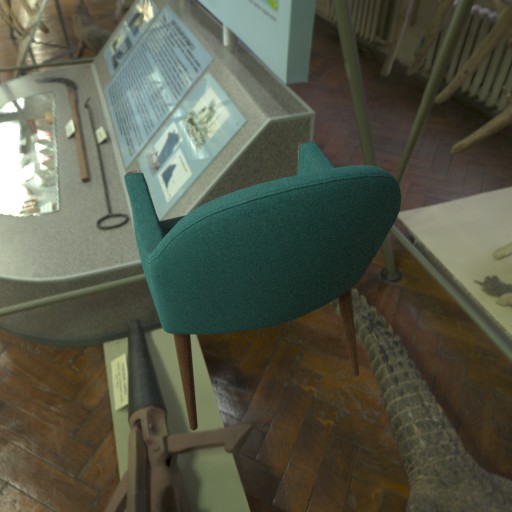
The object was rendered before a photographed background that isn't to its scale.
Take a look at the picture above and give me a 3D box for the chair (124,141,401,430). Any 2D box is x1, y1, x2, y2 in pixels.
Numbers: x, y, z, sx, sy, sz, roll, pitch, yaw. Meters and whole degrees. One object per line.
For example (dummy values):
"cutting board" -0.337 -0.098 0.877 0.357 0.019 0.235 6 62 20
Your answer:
"chair" 0.000 0.000 1.329 0.656 0.907 0.652 -14 43 -15
